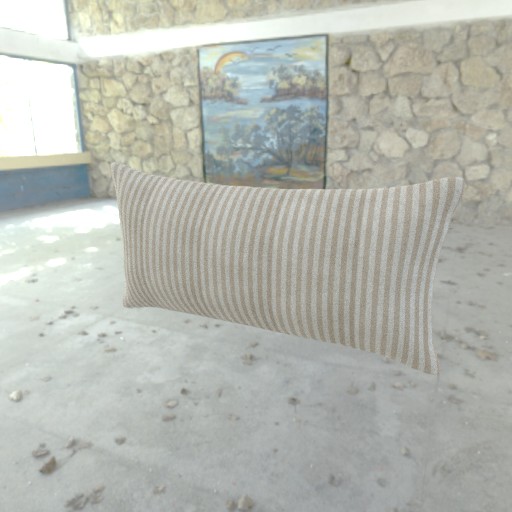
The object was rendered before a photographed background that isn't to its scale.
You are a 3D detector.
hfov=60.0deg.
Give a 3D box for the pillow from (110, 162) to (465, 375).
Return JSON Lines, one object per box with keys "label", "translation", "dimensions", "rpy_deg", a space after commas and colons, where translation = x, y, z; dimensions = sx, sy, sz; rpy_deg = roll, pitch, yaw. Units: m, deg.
{"label": "pillow", "translation": [0.000, 0.000, 0.755], "dimensions": [0.617, 0.295, 0.151], "rpy_deg": [8, 17, 25]}
